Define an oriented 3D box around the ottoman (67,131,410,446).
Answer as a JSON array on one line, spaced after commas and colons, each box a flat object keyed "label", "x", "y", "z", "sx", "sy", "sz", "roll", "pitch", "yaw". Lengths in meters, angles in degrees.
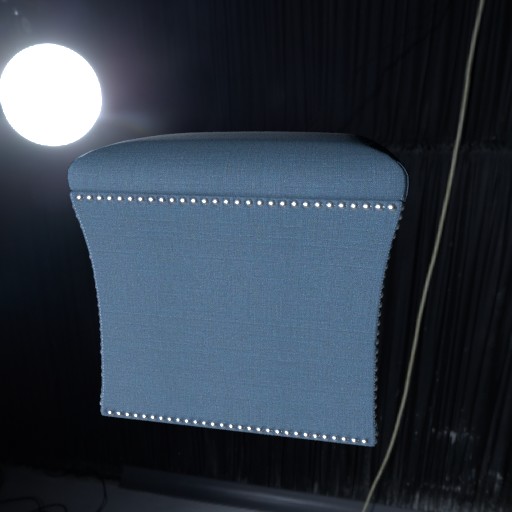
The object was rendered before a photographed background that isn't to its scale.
[{"label": "ottoman", "x": 0.000, "y": 0.000, "z": 0.884, "sx": 0.497, "sy": 0.475, "sz": 0.507, "roll": 3, "pitch": 18, "yaw": 9}]
